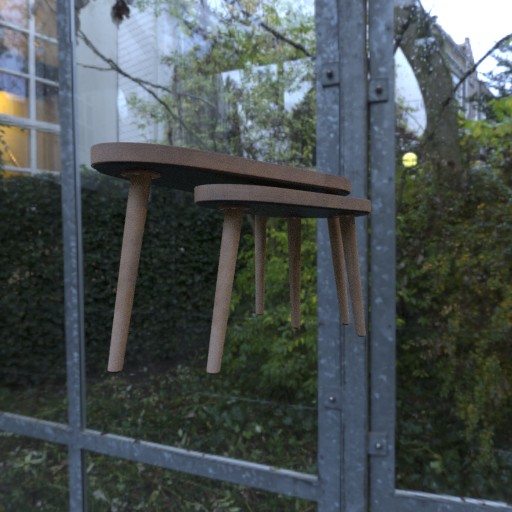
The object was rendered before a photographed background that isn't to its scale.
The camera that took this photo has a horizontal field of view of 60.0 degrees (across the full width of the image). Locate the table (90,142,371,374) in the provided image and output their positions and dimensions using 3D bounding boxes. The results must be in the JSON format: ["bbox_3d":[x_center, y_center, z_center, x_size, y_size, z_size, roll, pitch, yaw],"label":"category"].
[{"bbox_3d":[0.000,0.000,1.577,0.701,0.595,1.190,1,2,35],"label":"table"}]
